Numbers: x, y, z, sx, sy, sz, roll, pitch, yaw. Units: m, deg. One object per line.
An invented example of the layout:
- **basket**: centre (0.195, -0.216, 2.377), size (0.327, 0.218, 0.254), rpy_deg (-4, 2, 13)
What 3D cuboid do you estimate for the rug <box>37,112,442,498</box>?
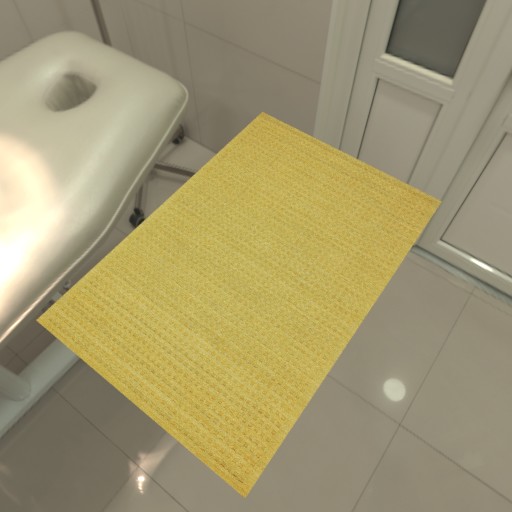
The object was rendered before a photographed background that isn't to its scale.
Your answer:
- **rug**: centre (0.000, 0.000, 3.650), size (1.981, 0.006, 2.895), rpy_deg (32, 63, 18)
